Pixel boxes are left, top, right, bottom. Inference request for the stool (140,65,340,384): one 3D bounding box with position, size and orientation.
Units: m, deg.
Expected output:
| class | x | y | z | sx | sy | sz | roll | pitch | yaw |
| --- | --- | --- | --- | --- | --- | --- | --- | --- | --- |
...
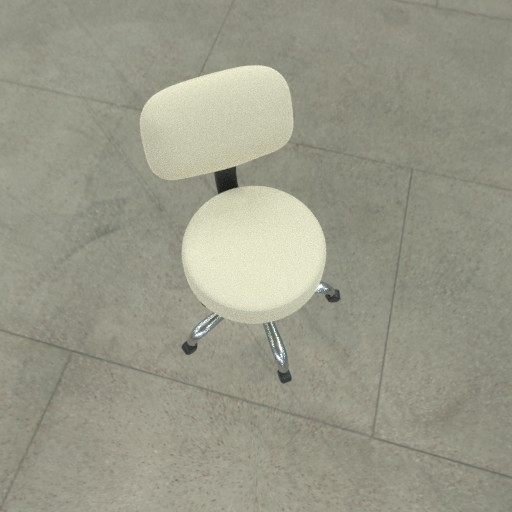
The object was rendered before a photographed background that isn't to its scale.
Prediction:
| class | x | y | z | sx | sy | sz | roll | pitch | yaw |
| --- | --- | --- | --- | --- | --- | --- | --- | --- | --- |
| stool | 0.000 | 0.000 | 1.286 | 0.609 | 0.810 | 0.616 | -18 | 65 | -9 |
